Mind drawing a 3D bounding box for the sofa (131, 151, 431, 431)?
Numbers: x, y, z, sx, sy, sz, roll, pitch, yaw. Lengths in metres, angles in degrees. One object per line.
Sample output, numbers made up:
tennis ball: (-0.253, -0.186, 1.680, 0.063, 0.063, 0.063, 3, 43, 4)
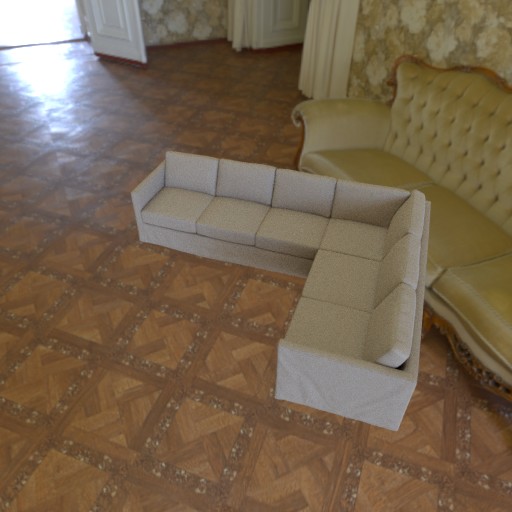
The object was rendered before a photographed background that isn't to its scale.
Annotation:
sofa: (0.000, 0.000, 4.468, 3.182, 0.871, 2.432, 13, 42, 14)
